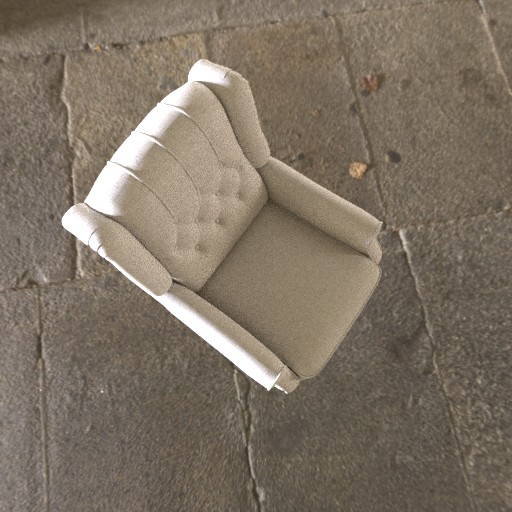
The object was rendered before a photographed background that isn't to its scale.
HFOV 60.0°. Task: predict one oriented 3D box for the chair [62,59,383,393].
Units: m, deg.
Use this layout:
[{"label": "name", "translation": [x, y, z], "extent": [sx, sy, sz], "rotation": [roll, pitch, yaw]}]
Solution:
[{"label": "chair", "translation": [0.000, 0.000, 1.678], "extent": [0.902, 1.035, 0.742], "rotation": [35, 78, 8]}]
